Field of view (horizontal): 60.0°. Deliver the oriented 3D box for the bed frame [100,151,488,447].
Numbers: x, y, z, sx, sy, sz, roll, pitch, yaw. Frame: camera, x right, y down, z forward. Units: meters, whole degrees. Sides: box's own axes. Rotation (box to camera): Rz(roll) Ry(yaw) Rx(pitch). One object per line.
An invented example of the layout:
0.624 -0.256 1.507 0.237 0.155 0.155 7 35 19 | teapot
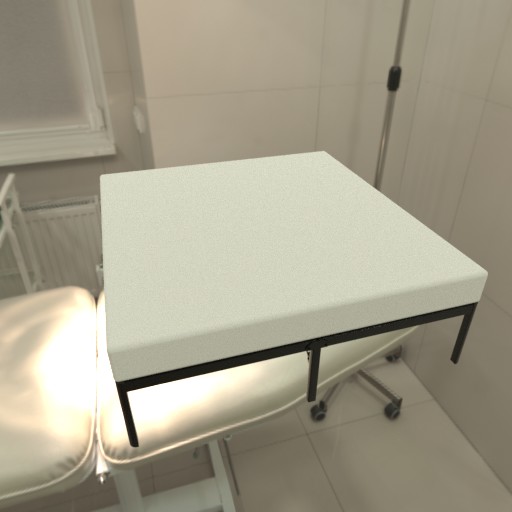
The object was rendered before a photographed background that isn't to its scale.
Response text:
0.000 0.000 3.094 1.963 0.659 2.079 -9 33 -15 | bed frame
